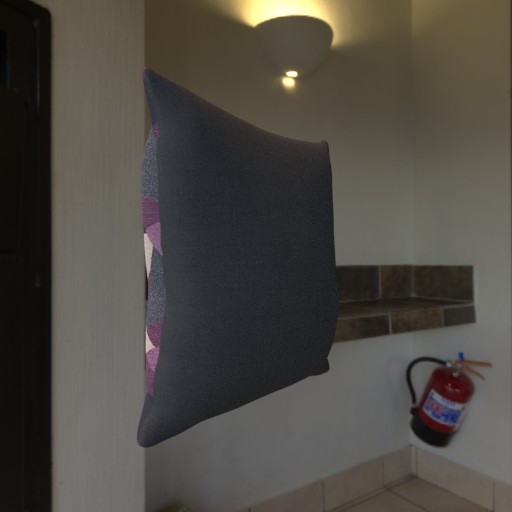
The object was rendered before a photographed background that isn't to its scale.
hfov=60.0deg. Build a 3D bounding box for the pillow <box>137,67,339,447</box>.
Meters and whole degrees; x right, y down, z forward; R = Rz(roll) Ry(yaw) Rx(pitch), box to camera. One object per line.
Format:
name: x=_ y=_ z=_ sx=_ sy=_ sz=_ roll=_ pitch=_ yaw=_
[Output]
pillow: x=0.000 y=0.000 z=0.766 sx=0.208 sy=0.496 sz=0.503 roll=0 pitch=-1 yaw=37
